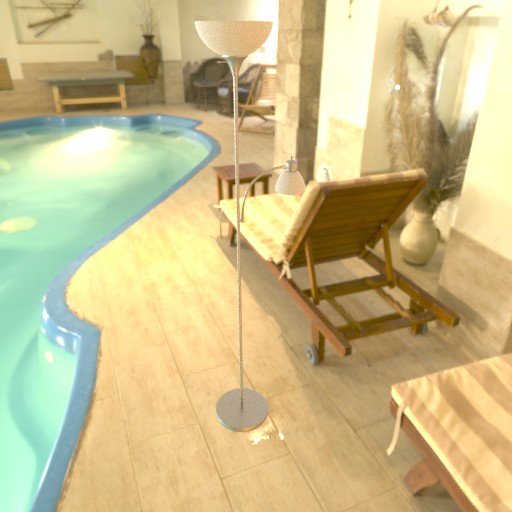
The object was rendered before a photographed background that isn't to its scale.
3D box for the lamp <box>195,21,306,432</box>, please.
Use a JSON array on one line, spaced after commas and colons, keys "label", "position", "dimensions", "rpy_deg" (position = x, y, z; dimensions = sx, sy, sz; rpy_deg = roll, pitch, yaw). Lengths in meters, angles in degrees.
[{"label": "lamp", "position": [0.000, 0.000, 1.929], "dimensions": [0.425, 1.804, 0.279], "rpy_deg": [-8, 28, -15]}]
